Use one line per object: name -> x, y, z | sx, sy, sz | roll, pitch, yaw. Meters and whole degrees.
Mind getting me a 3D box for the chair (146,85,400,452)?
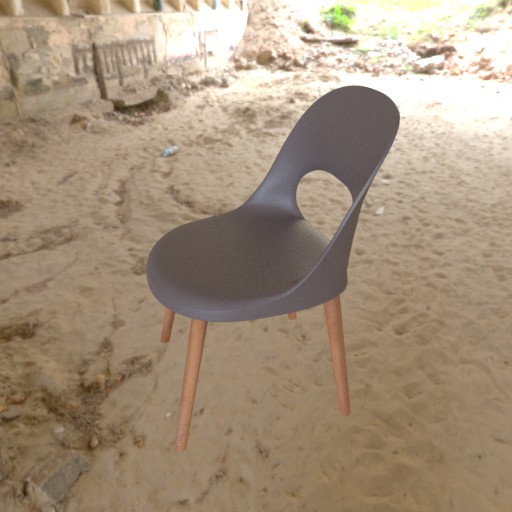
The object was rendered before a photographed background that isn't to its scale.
chair -> 0.000, 0.000, 1.140 | 0.556, 0.794, 0.470 | -8, 30, -13
